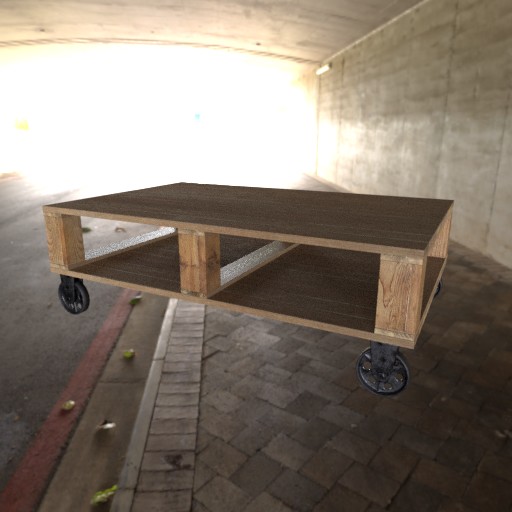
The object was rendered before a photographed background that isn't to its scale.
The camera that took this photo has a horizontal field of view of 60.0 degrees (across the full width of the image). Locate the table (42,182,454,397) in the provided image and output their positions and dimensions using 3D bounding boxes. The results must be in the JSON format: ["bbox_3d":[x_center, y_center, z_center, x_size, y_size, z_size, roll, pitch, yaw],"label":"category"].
[{"bbox_3d":[0.000,0.000,1.709,1.299,0.413,0.827,8,18,26],"label":"table"}]
